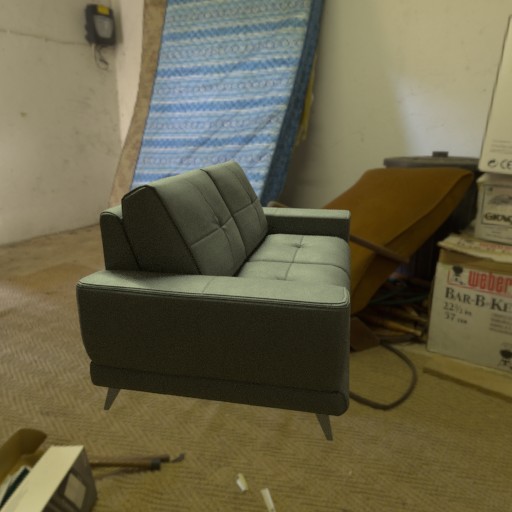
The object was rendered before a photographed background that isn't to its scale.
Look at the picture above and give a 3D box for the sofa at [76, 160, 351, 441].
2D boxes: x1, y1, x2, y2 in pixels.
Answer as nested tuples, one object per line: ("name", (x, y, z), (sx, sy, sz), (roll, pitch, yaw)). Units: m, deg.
("sofa", (0.000, 0.000, 2.368), (1.018, 0.907, 1.806), (3, 16, 11))
